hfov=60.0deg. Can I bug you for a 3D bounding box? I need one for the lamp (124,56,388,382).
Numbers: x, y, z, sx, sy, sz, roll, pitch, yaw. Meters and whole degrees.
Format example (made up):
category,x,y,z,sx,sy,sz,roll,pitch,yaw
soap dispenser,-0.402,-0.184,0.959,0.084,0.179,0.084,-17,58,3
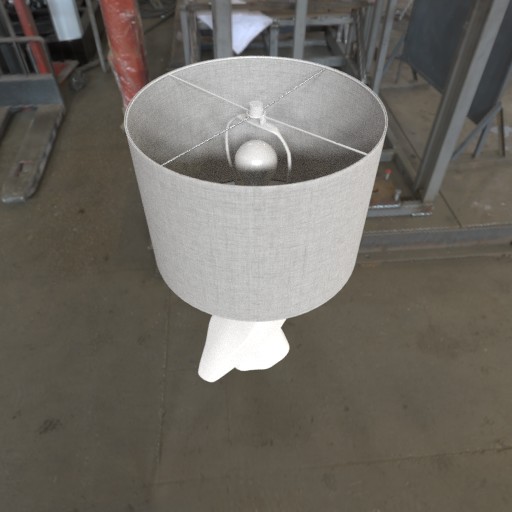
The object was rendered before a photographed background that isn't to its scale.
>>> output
category,x,y,z,sx,sy,sz,roll,pitch,yaw
lamp,0.000,0.000,0.689,0.298,0.503,0.298,31,53,26
